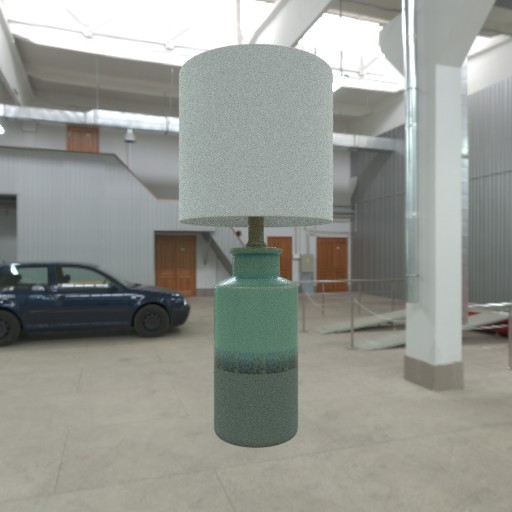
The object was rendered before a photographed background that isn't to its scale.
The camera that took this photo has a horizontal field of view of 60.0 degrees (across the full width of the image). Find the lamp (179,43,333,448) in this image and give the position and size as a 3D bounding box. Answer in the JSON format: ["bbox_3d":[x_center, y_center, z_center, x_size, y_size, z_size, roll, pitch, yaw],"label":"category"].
[{"bbox_3d":[0.000,0.000,0.620,0.212,0.493,0.212,0,0,36],"label":"lamp"}]
